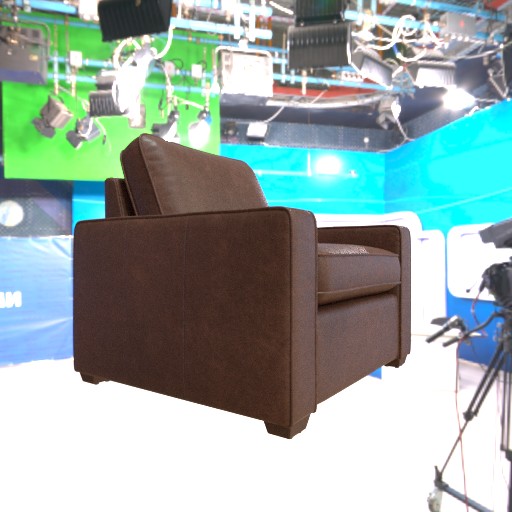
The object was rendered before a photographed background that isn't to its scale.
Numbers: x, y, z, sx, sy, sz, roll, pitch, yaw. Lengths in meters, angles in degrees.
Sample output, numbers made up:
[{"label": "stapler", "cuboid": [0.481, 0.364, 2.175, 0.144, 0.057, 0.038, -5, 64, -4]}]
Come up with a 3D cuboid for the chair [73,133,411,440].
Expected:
[{"label": "chair", "cuboid": [0.000, 0.000, 1.732, 0.940, 0.919, 1.017, 0, 0, 35]}]
